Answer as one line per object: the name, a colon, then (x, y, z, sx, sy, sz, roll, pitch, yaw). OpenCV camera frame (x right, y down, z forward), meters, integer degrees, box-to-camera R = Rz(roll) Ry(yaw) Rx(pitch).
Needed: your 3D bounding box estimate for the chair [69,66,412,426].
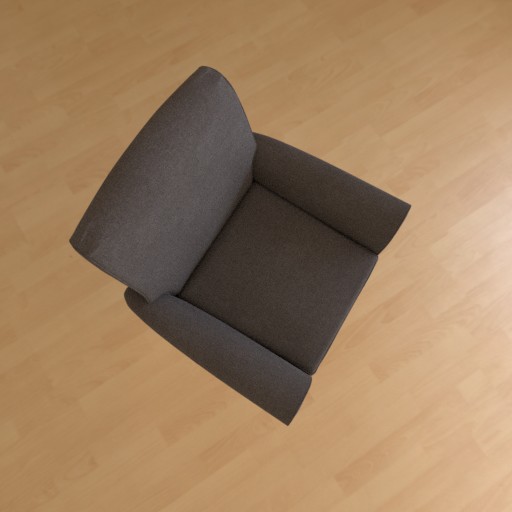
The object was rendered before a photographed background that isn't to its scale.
chair: (0.000, 0.000, 1.799, 0.905, 1.061, 0.978, 31, 77, 8)
